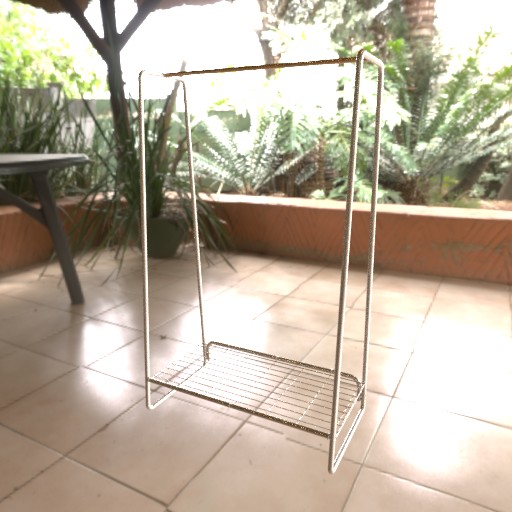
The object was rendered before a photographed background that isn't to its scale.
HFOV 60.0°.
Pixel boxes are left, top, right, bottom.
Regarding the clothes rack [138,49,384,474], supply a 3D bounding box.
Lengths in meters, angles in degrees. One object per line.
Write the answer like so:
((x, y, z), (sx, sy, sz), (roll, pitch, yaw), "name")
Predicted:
((0.000, 0.000, 1.876), (0.900, 1.500, 0.495), (8, 17, 27), "clothes rack")
